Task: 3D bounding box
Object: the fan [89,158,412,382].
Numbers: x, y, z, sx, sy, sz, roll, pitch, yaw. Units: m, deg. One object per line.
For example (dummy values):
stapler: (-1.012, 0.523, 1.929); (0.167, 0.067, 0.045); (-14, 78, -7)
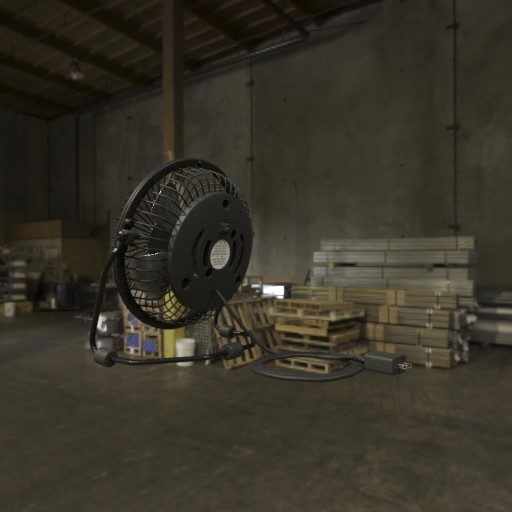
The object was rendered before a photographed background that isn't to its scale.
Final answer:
fan: (0.000, 0.000, 0.315); (0.202, 0.152, 0.153); (0, -1, 35)
